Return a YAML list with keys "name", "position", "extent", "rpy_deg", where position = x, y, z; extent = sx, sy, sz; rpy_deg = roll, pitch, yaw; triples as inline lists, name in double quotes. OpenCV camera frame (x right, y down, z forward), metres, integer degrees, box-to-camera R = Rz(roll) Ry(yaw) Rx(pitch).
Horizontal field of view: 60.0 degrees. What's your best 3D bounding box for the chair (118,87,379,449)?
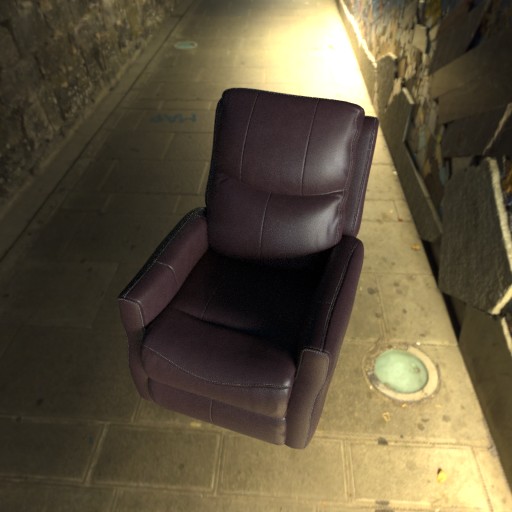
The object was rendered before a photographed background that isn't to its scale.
- name: "chair"
  position: [0.000, 0.000, 1.787]
  extent: [0.829, 1.030, 1.080]
  rpy_deg: [13, 43, 14]
